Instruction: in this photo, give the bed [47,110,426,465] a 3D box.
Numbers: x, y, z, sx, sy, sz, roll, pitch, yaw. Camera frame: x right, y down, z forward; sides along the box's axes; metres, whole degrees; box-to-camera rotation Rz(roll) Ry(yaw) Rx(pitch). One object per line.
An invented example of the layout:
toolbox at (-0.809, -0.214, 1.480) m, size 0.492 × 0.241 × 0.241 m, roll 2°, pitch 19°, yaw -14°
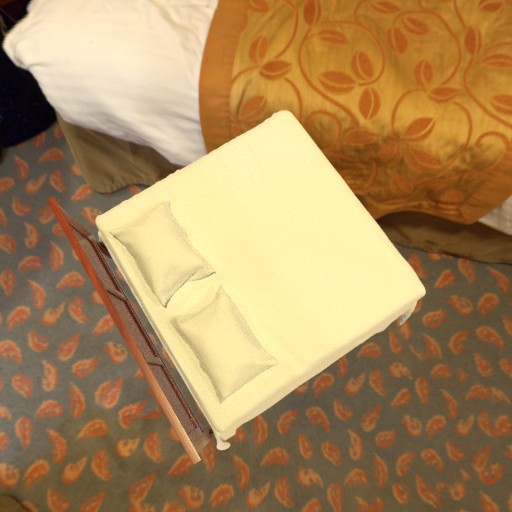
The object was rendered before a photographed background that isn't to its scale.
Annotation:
bed at (0.000, 0.000, 3.613) m, size 2.219 × 1.271 × 2.314 m, roll -32°, pitch 77°, yaw -9°
